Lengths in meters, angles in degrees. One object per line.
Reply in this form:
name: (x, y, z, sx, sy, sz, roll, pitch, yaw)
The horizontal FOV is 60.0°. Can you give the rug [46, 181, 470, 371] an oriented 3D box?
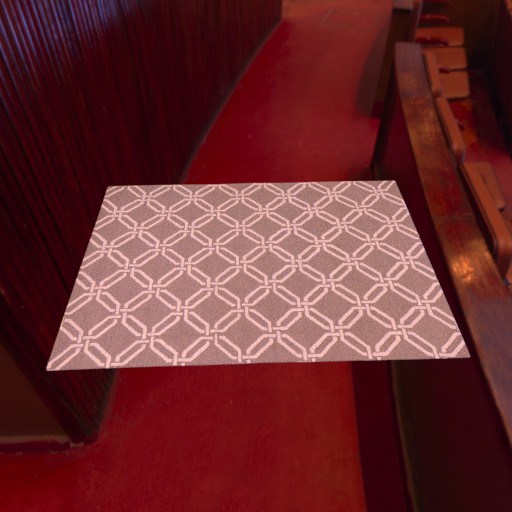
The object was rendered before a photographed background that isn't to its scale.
rug: (0.000, 0.000, 4.411, 3.419, 0.020, 2.441, -1, 45, -1)
